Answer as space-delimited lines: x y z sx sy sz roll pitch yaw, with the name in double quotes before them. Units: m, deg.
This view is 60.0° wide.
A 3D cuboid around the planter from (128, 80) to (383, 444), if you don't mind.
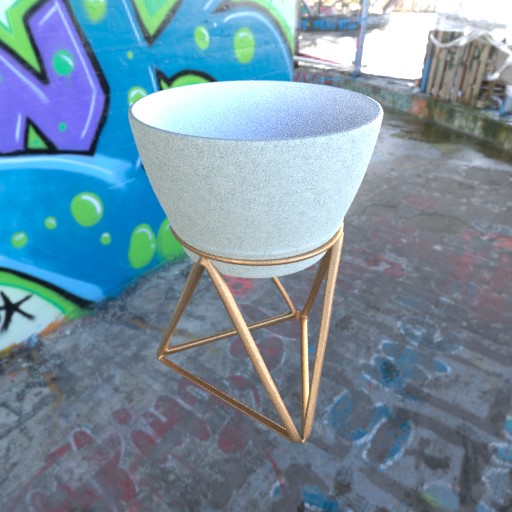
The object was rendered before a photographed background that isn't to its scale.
"planter" 0.000 0.000 0.755 0.350 0.504 0.350 20 37 29
